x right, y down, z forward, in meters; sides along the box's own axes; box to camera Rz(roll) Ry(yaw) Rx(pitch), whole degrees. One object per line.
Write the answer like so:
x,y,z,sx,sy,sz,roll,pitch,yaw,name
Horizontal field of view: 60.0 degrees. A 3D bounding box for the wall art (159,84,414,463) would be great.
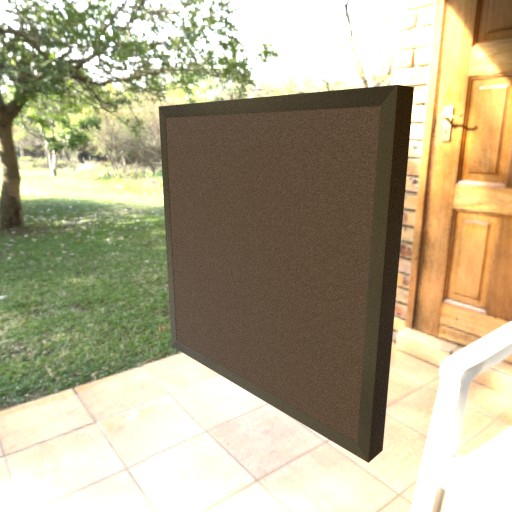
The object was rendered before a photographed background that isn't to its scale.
0.000,0.000,0.759,0.038,0.508,0.507,-14,20,-42,wall art
